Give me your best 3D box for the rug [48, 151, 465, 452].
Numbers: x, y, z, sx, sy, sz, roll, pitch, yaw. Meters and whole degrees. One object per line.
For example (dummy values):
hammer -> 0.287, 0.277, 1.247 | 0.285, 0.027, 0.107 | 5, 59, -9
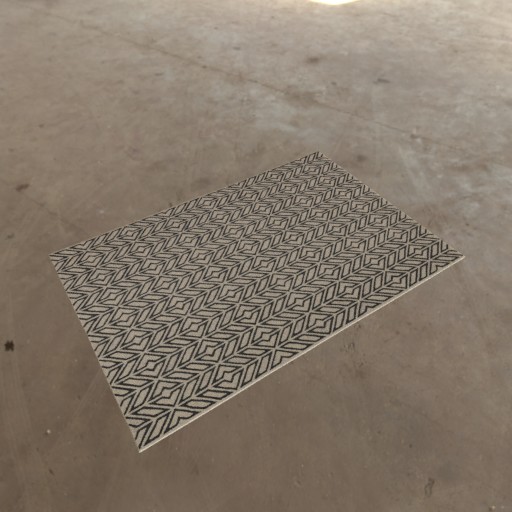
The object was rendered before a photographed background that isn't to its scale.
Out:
rug -> 0.000, 0.000, 2.333 | 1.828, 0.007, 1.220 | -25, 51, -23
